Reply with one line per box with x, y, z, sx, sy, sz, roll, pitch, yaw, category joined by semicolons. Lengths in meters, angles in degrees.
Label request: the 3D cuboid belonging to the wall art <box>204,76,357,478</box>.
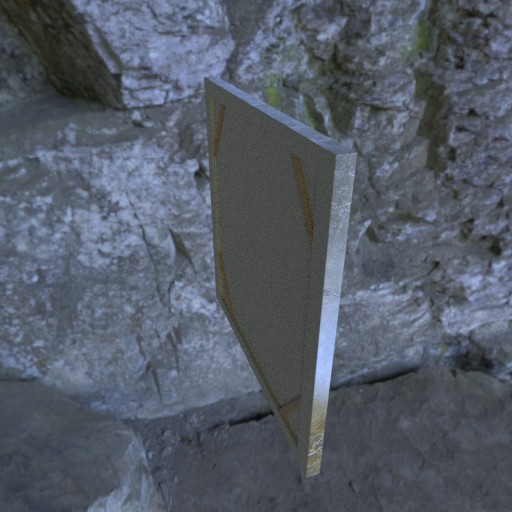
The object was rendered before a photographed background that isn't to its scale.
0.000;0.000;1.638;0.051;1.091;1.092;-11;32;-17;wall art
